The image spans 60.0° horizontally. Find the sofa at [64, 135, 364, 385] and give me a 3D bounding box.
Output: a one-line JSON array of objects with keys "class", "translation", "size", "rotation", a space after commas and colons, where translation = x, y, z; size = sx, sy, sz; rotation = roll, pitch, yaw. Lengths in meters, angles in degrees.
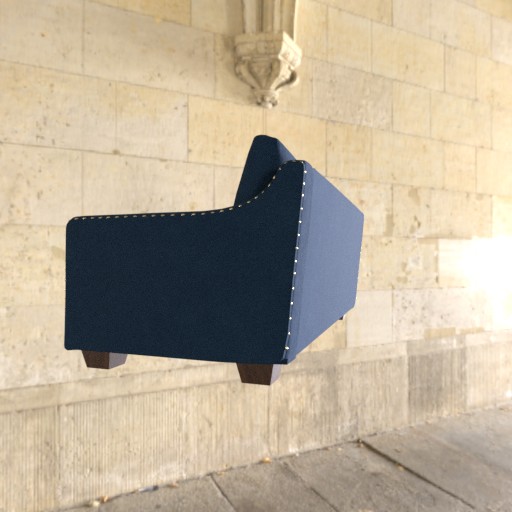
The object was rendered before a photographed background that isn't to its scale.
[{"class": "sofa", "translation": [0.000, 0.000, 2.732], "size": [1.104, 0.983, 2.107], "rotation": [0, 0, 19]}]
